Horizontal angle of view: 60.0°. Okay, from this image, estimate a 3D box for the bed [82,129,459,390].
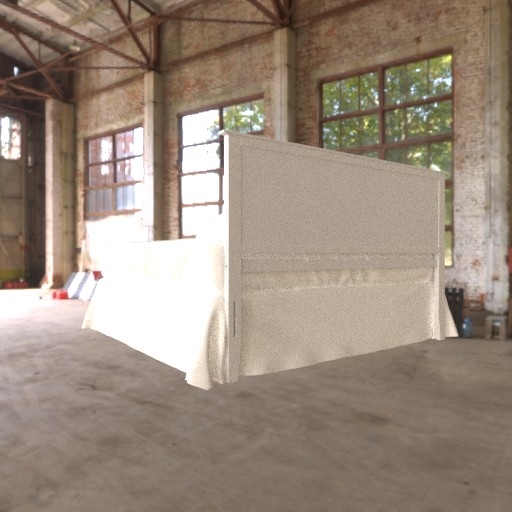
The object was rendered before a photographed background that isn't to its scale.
[{"bbox_3d":[0.000,0.000,3.638,2.317,1.273,2.215,0,0,-36],"label":"bed"}]
